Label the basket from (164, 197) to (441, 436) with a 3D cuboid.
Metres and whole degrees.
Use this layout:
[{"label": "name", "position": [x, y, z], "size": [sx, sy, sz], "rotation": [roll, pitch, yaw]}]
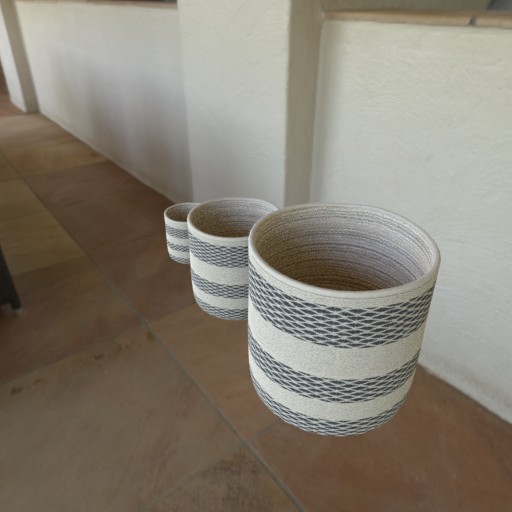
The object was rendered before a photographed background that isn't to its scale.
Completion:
[{"label": "basket", "position": [0.000, 0.000, 1.110], "size": [0.351, 0.356, 0.917], "rotation": [-19, 35, -29]}]
